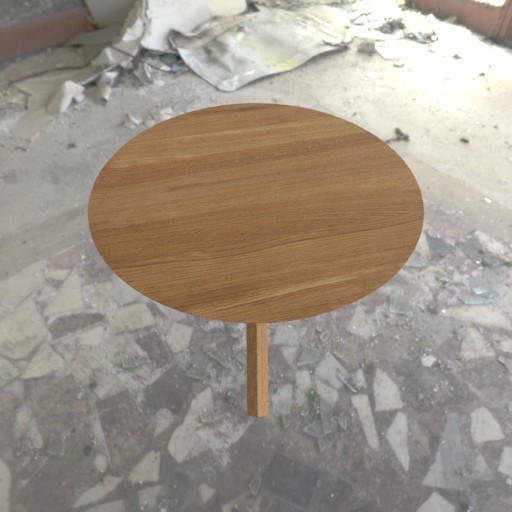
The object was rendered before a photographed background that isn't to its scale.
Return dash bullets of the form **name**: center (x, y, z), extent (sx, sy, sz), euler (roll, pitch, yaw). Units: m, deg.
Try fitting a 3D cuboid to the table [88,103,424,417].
- **table**: center (0.000, 0.000, 1.657), extent (1.038, 0.666, 1.038), euler (0, 48, 0)
